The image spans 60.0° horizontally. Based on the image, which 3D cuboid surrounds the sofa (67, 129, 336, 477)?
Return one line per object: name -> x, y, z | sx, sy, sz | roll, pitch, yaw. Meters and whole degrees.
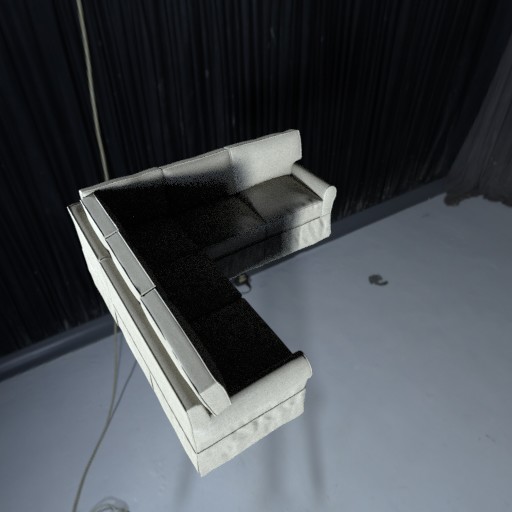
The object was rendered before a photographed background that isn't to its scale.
sofa -> 0.000, 0.000, 4.137 | 2.623, 1.081, 2.618 | -23, 46, -24
